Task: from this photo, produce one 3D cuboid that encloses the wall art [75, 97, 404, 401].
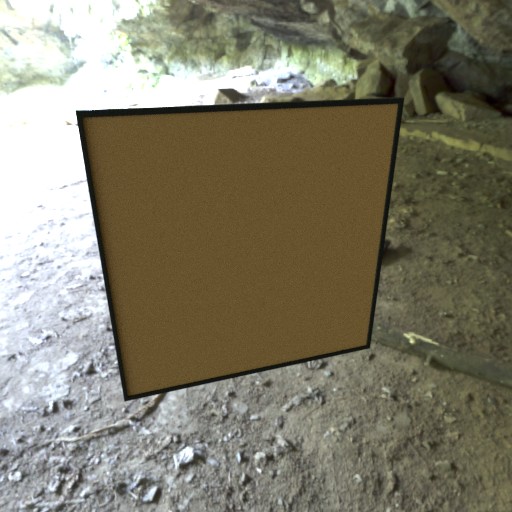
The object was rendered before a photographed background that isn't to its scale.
[{"bbox_3d":[0.000,0.000,0.698,0.458,0.457,0.013,-8,27,-16],"label":"wall art"}]
